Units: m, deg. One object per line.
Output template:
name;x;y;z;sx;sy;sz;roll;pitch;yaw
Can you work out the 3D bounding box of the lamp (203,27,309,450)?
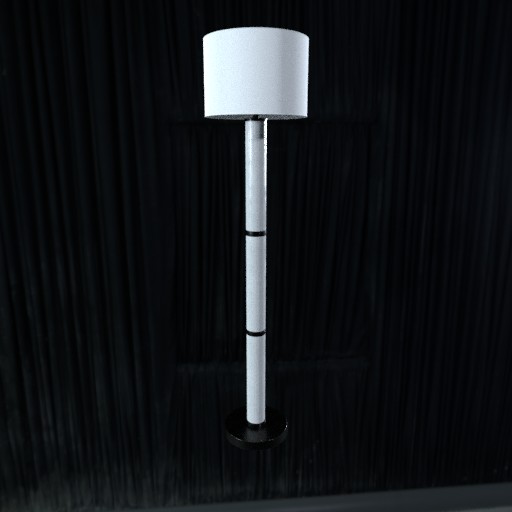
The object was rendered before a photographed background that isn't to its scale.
lamp;0.000;0.000;1.778;0.377;1.599;0.377;-2;15;-7
